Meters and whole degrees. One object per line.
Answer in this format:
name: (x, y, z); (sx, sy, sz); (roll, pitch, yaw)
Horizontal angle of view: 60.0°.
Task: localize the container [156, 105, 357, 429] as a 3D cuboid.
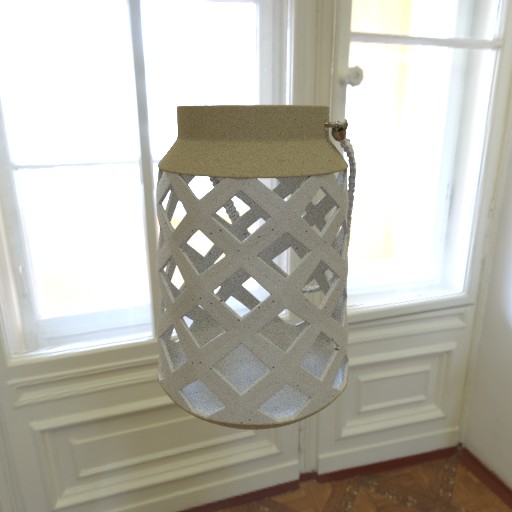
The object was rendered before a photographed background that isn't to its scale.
container: (0.000, 0.000, 0.357); (0.163, 0.229, 0.172); (10, 21, 27)
